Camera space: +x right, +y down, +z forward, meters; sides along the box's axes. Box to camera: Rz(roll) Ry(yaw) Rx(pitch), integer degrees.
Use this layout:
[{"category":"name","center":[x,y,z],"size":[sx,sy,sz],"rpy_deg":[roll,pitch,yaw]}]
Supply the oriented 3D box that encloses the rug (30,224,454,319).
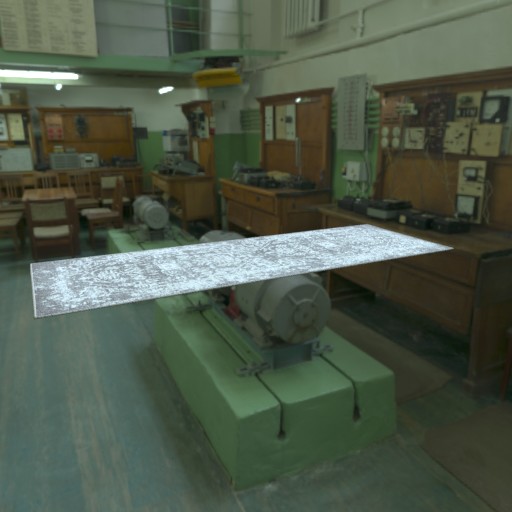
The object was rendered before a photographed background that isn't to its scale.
[{"category":"rug","center":[0.000,0.000,2.687],"size":[2.452,0.017,0.855],"rpy_deg":[-8,18,-26]}]
